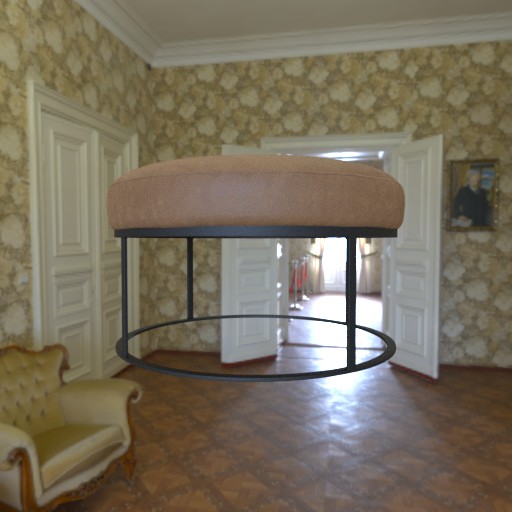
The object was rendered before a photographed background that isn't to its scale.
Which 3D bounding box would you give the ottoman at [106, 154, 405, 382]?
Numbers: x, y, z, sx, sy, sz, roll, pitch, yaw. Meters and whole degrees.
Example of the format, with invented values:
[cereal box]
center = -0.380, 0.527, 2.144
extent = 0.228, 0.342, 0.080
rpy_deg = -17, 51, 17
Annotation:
[ottoman]
center = 0.000, 0.000, 1.211
extent = 0.771, 0.460, 0.771
rpy_deg = 0, 2, 0
